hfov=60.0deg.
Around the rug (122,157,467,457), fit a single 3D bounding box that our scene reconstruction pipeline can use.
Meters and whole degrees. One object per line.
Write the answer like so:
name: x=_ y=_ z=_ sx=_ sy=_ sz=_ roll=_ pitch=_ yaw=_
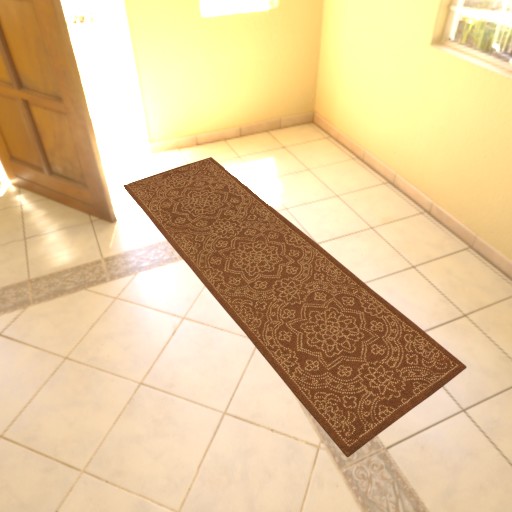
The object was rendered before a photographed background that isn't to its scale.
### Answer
rug: x=0.000 y=0.000 z=2.699 sx=0.769 sy=0.012 sz=2.448 roll=-24 pitch=47 yaw=-25
